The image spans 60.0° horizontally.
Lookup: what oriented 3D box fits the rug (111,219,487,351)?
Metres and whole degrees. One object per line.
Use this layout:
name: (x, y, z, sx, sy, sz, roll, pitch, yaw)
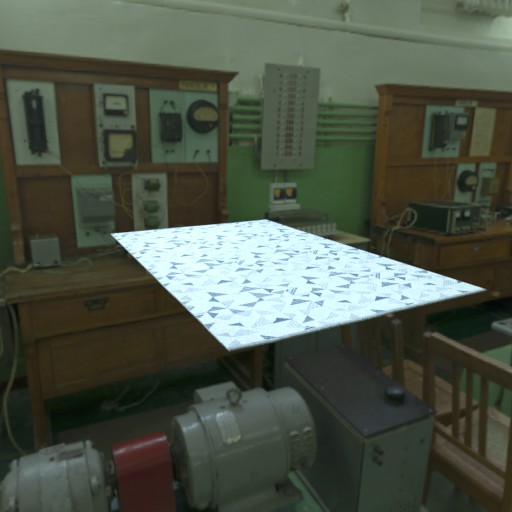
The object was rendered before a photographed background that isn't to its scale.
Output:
rug: (0.000, 0.000, 3.068, 1.512, 0.009, 2.457, -8, 16, -27)
